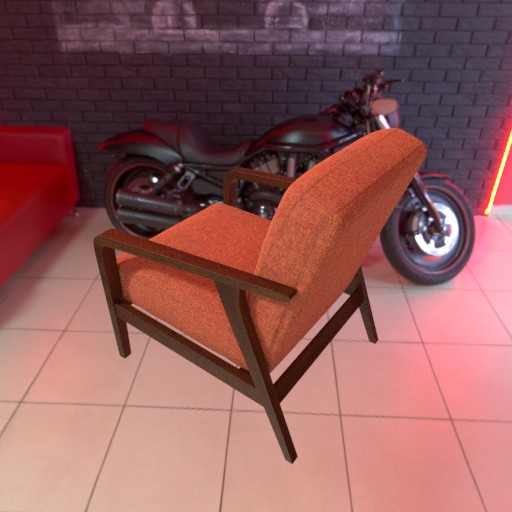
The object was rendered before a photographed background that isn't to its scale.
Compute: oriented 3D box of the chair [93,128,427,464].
[{"bbox_3d":[0.000,0.000,1.528,0.860,0.890,0.719,21,38,29],"label":"chair"}]
